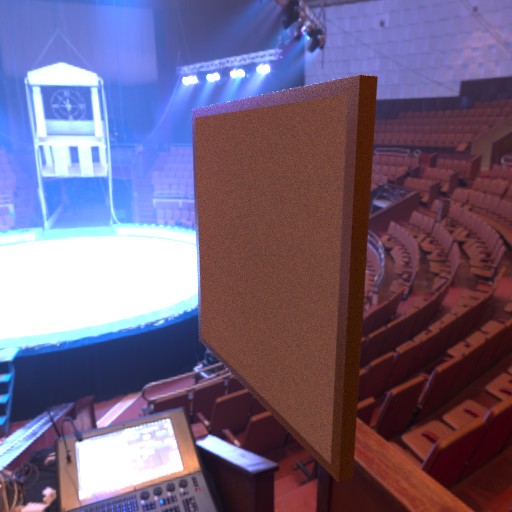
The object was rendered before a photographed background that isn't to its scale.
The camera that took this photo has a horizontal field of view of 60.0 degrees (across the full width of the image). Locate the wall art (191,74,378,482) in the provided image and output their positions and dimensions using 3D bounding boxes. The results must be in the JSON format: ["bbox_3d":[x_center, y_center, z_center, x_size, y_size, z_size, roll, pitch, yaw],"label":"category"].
[{"bbox_3d":[0.000,0.000,1.125,0.037,0.760,0.762,-7,16,-27],"label":"wall art"}]
